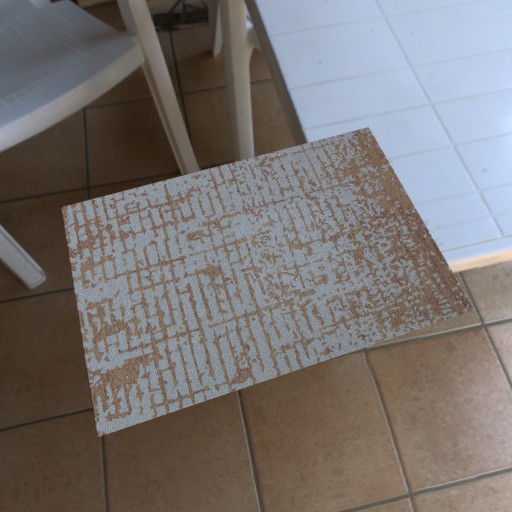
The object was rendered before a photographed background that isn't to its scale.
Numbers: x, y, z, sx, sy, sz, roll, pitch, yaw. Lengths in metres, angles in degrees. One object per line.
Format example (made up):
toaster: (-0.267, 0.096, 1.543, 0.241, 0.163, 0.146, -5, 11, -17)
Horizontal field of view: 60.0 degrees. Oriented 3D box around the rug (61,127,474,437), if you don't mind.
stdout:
rug: (0.000, 0.000, 2.278, 1.829, 0.011, 1.219, -16, 65, -8)
